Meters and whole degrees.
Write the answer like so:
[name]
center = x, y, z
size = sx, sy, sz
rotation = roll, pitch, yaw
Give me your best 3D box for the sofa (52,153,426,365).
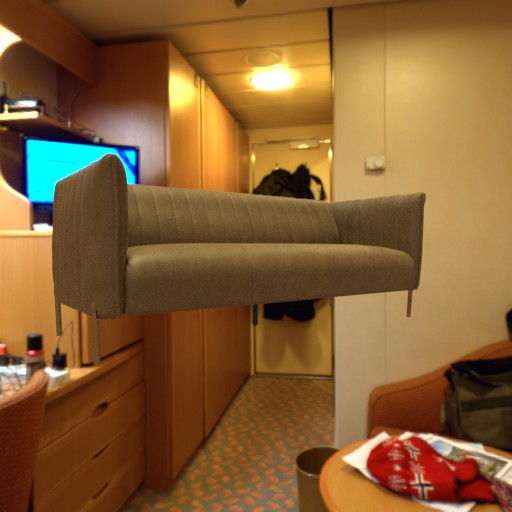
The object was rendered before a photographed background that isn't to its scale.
[sofa]
center = 0.000, 0.000, 2.455
size = 1.980, 0.779, 0.876
rotation = -1, 1, -36
